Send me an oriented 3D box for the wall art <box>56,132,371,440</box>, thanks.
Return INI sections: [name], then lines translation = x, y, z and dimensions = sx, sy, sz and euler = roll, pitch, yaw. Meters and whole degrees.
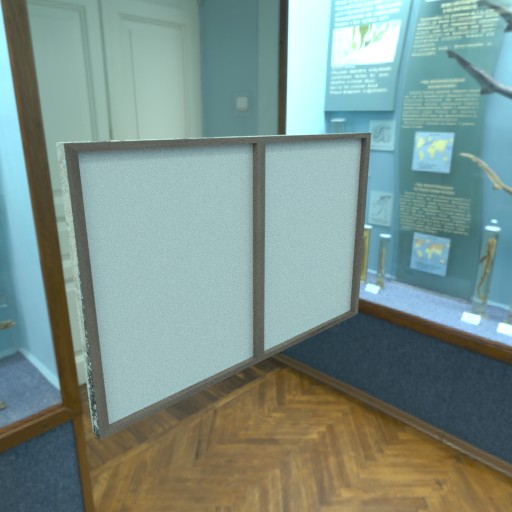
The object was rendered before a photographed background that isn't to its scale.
[wall art]
translation = 0.000, 0.000, 1.145
dimensions = 0.919, 0.598, 0.038
euler = -15, 23, -41
